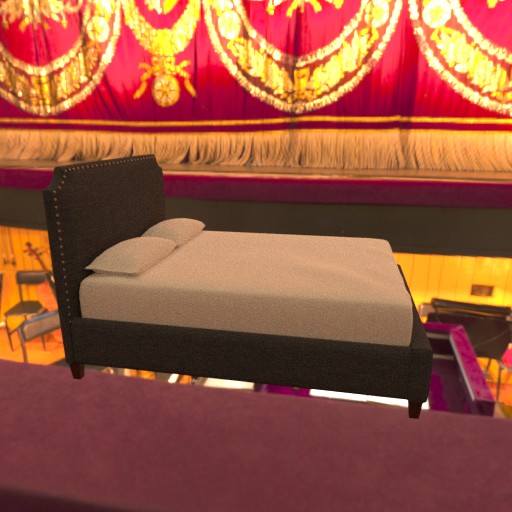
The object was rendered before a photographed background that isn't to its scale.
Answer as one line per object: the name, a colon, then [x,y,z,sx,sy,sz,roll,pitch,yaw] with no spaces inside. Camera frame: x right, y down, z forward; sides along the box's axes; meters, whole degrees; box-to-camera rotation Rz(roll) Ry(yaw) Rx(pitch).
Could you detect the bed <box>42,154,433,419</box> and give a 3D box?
bed: [0.000,0.000,3.425,2.372,1.443,1.713,3,16,11]
